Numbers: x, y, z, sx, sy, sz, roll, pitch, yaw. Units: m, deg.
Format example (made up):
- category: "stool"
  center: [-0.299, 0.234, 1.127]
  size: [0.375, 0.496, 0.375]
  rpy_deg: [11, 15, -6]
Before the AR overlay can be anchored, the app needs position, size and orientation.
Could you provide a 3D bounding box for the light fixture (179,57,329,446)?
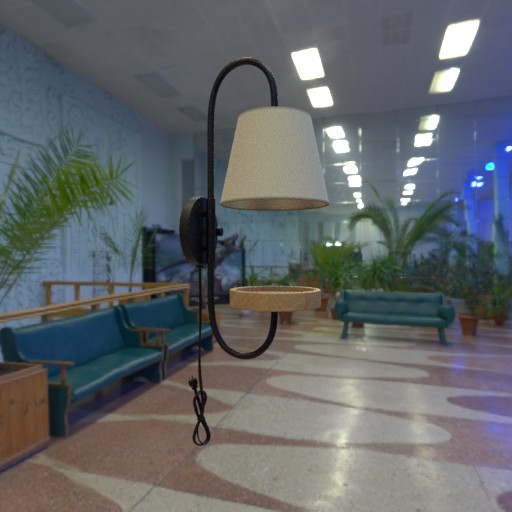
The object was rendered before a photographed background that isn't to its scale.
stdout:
- category: "light fixture"
  center: [0.000, 0.000, 0.913]
  size: [0.299, 0.821, 0.220]
  rpy_deg: [0, 0, 19]
